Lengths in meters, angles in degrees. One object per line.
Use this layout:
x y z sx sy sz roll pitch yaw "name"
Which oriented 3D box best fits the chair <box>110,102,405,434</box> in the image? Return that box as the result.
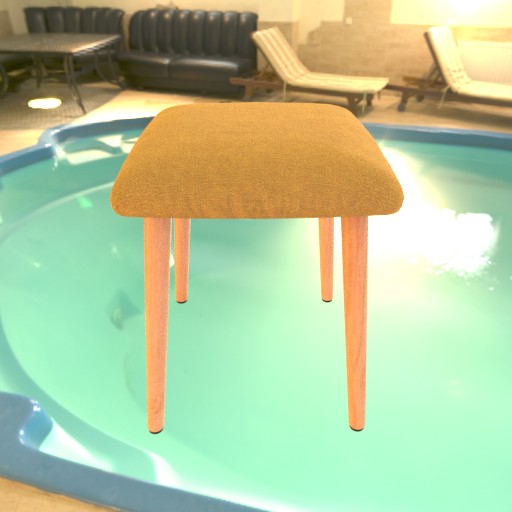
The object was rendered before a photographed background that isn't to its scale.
0.000 0.000 0.723 0.350 0.440 0.350 0 33 -1 "chair"
